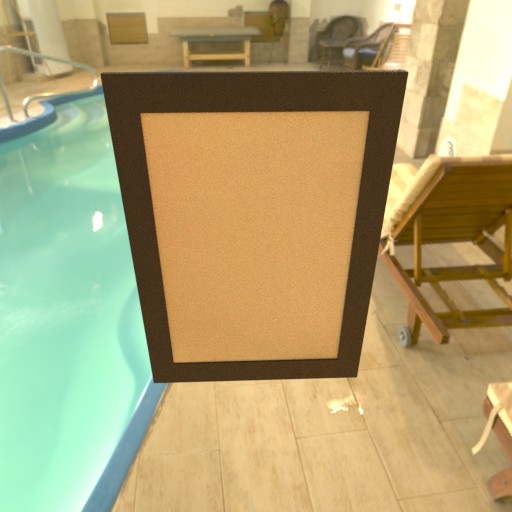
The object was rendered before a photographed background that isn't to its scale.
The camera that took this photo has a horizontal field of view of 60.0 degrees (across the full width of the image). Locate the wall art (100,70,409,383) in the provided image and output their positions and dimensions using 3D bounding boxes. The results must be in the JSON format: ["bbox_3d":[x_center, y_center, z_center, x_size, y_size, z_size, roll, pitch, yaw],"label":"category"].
[{"bbox_3d":[0.000,0.000,0.654,0.359,0.508,0.013,-1,32,-2],"label":"wall art"}]
